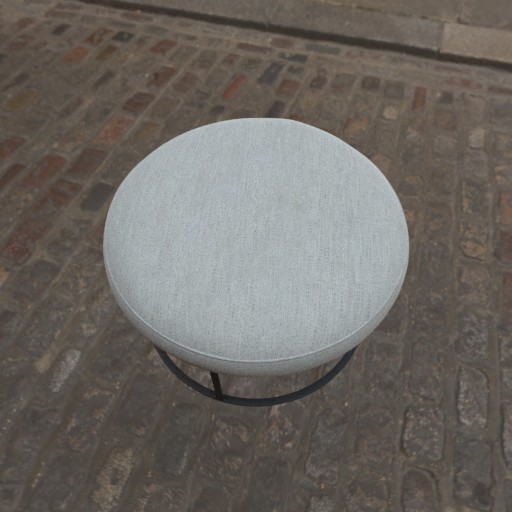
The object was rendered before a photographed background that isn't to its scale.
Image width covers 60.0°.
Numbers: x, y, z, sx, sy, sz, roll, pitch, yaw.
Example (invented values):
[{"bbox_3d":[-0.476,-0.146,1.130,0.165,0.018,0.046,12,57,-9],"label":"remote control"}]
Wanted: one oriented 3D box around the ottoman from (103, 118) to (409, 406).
[{"bbox_3d":[0.000,0.000,1.247,0.769,0.459,0.769,0,56,0],"label":"ottoman"}]
